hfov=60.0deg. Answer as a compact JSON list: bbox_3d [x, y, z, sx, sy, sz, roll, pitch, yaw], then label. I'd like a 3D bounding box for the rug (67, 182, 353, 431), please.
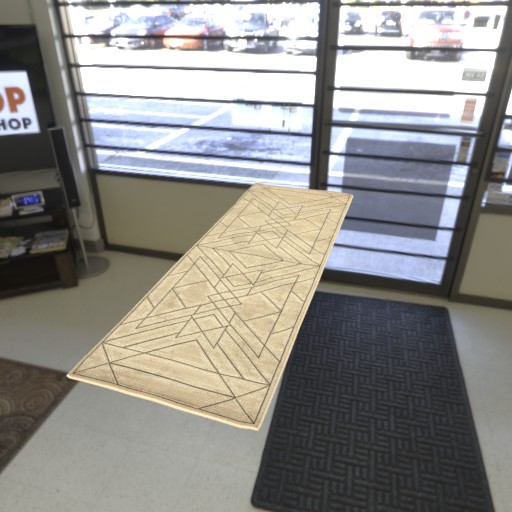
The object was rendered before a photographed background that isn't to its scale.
[{"bbox_3d":[0.000,0.000,2.667,0.831,0.036,2.381,10,31,16],"label":"rug"}]
